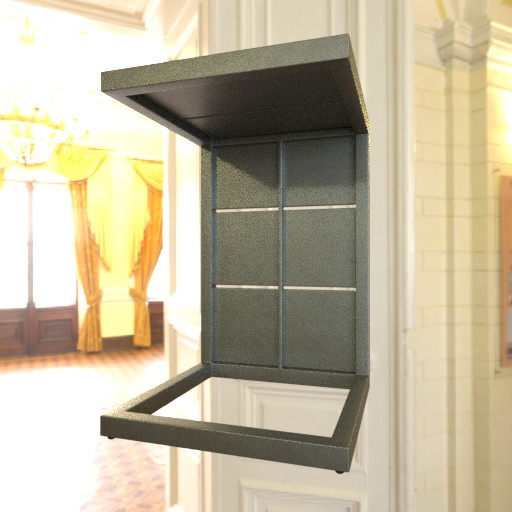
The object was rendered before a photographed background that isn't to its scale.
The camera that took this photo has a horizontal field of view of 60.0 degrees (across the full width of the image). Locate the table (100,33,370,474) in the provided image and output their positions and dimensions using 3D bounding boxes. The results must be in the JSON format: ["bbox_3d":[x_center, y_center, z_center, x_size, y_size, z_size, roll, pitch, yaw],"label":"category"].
[{"bbox_3d":[0.000,0.000,0.868,0.405,0.609,0.420,0,0,18],"label":"table"}]
